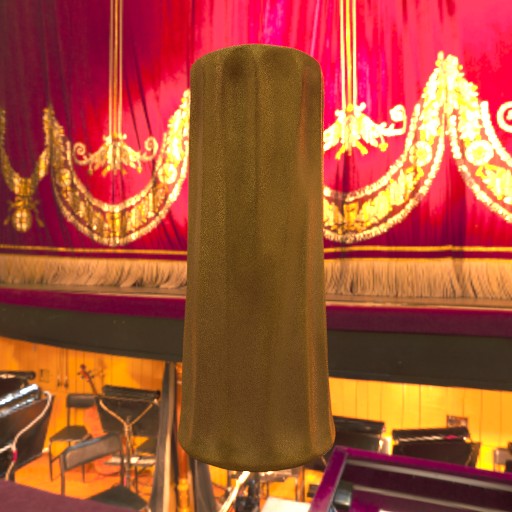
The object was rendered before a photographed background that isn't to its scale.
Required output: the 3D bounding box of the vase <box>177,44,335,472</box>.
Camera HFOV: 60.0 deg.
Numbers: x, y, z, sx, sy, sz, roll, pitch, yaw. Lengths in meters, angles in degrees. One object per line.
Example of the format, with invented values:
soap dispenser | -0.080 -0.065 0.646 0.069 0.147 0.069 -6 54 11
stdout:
vase | 0.000 0.000 0.174 0.061 0.143 0.061 0 0 0
